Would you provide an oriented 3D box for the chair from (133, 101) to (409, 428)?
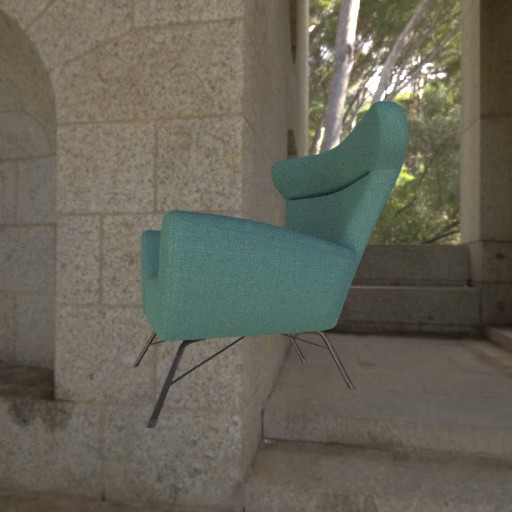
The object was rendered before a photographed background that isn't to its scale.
[{"bbox_3d":[0.000,0.000,1.750,0.900,0.980,1.050,0,-1,-18],"label":"chair"}]
